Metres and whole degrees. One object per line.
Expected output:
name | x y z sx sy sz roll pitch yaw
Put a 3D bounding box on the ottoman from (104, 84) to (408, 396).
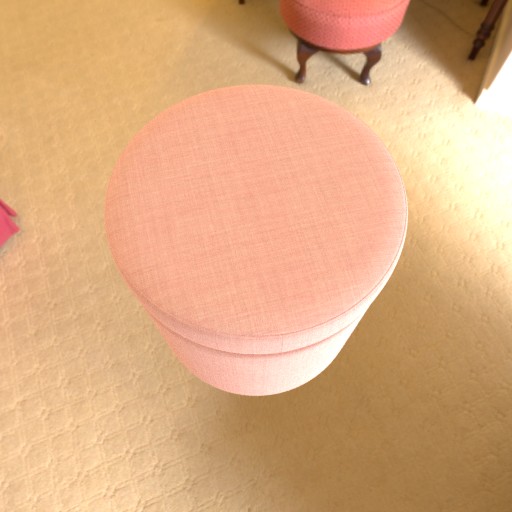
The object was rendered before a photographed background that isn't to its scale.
ottoman | 0.000 0.000 0.746 0.400 0.406 0.400 0 63 0
